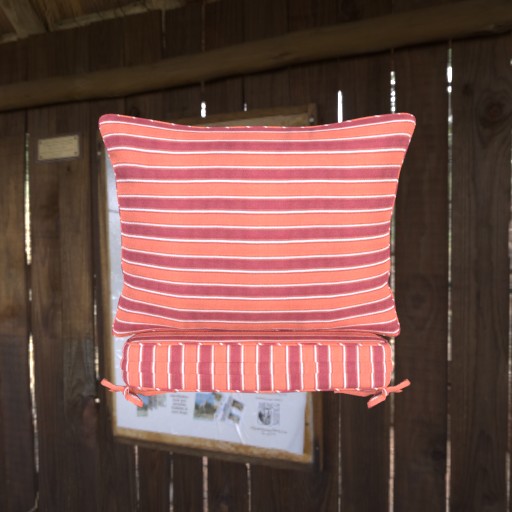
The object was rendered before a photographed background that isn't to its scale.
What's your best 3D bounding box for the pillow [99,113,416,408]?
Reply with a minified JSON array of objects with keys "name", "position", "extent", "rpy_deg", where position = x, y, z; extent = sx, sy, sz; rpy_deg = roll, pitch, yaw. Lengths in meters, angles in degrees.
[{"name":"pillow","position":[0.000,0.000,1.392],"extent":[0.799,0.723,0.733],"rpy_deg":[0,1,0]}]
